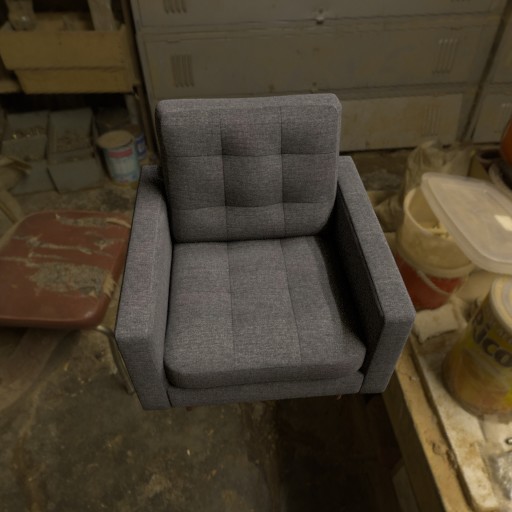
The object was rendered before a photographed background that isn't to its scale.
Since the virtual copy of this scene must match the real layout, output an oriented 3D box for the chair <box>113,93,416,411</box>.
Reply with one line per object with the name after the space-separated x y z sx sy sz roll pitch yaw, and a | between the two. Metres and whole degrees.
0.000 0.000 1.534 0.821 0.880 0.843 -3 46 -3 | chair
